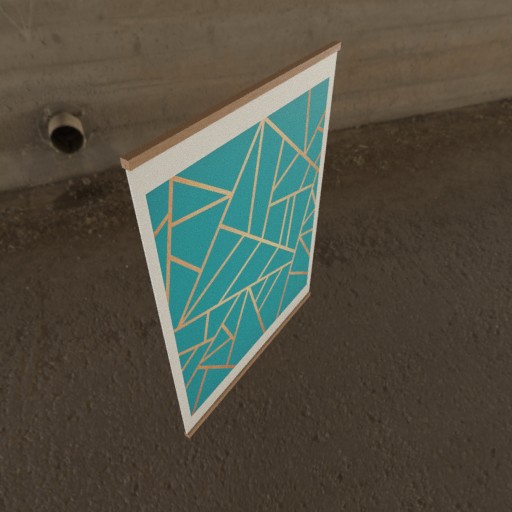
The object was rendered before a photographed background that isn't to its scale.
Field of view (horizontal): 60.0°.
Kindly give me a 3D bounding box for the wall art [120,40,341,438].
[{"bbox_3d":[0.000,0.000,0.791,0.012,0.608,0.459,26,48,25],"label":"wall art"}]
